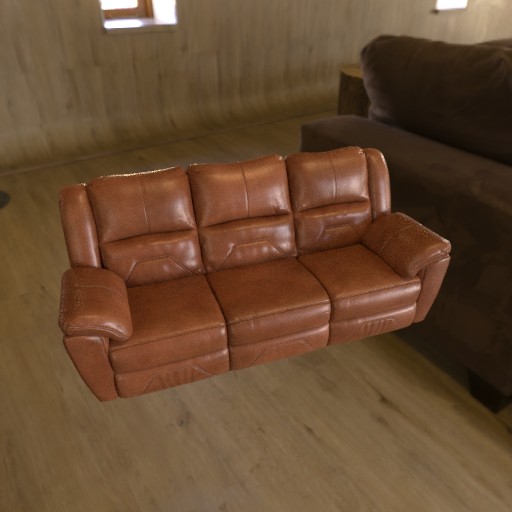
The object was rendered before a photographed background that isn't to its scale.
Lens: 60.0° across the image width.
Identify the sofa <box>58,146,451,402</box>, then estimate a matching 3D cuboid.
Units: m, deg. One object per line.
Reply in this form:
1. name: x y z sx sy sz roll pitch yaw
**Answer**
1. sofa: 0.000 0.000 2.860 2.337 1.043 0.991 -10 34 -16
